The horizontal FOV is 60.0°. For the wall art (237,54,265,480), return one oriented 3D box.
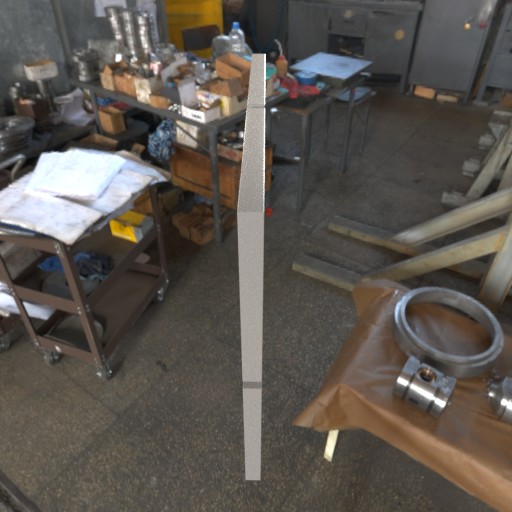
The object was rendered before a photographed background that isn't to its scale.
[{"bbox_3d":[0.000,0.000,0.896,0.029,0.611,0.611,1,39,1],"label":"wall art"}]
